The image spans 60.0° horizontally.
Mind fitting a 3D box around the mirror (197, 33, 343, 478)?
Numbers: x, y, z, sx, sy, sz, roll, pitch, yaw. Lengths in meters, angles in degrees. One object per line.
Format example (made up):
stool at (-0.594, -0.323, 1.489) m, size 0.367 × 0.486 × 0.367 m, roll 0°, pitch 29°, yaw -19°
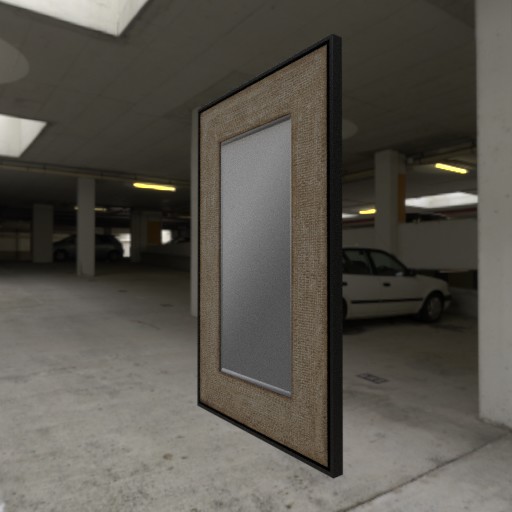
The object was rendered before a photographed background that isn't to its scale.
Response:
mirror at (0.000, 0.000, 1.531) m, size 0.038 × 1.219 × 0.762 m, roll 1°, pitch -1°, yaw -36°
